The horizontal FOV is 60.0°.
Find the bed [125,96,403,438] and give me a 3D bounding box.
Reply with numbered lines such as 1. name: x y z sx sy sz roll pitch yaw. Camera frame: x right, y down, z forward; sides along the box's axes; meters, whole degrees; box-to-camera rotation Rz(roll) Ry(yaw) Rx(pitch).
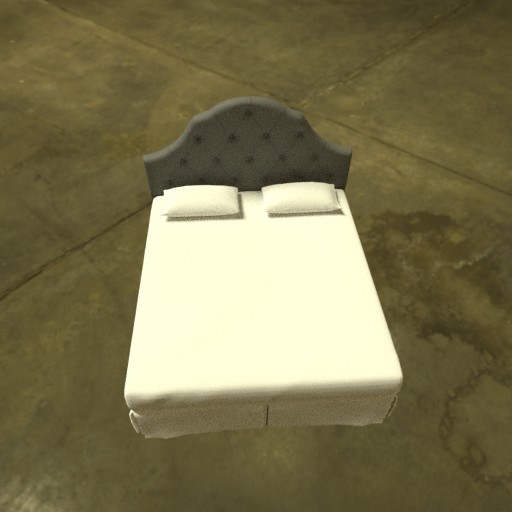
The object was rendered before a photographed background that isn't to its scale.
1. bed: 0.000 0.000 3.578 2.008 1.615 2.214 -3 46 -3
